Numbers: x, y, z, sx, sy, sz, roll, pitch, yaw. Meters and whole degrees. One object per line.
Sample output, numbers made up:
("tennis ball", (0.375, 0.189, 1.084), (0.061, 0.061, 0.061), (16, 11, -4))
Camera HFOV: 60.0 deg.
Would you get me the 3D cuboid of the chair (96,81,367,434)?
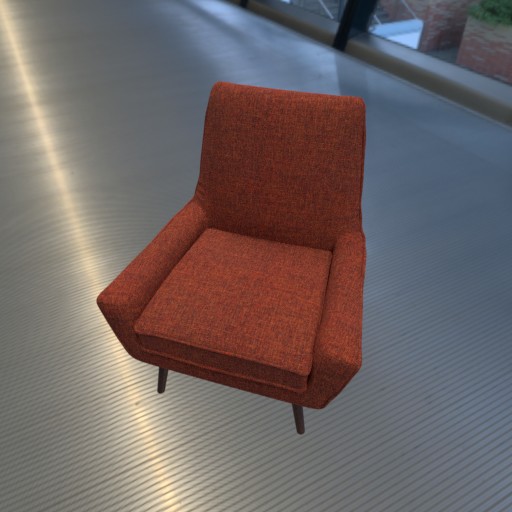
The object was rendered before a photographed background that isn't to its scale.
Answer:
("chair", (0.000, 0.000, 1.525), (0.803, 0.911, 0.784), (12, 42, 13))
